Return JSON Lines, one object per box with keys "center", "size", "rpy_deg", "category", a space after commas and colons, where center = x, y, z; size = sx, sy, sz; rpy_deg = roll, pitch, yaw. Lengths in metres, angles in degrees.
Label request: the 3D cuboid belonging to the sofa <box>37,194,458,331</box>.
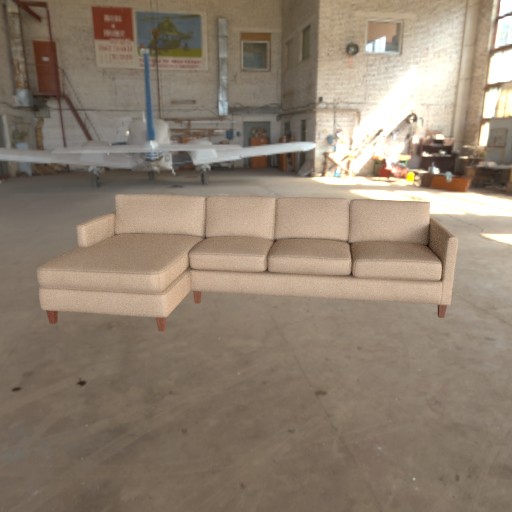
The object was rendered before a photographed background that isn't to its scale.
{"center": [0.000, 0.000, 3.782], "size": [3.201, 0.876, 1.502], "rpy_deg": [2, 15, 9], "category": "sofa"}
